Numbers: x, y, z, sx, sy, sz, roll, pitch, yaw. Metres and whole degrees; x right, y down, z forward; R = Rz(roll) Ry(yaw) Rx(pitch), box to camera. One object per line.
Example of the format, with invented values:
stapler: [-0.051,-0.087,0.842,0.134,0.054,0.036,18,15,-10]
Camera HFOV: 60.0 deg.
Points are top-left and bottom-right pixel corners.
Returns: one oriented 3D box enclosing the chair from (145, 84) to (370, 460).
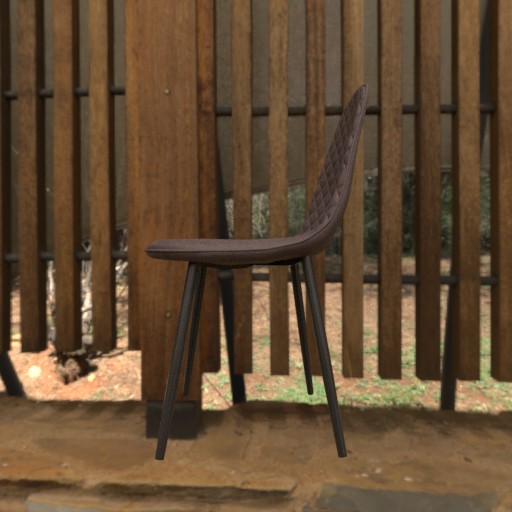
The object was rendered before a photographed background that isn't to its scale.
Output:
chair: [0.000,0.000,1.199,0.561,0.889,0.472,0,0,-2]
